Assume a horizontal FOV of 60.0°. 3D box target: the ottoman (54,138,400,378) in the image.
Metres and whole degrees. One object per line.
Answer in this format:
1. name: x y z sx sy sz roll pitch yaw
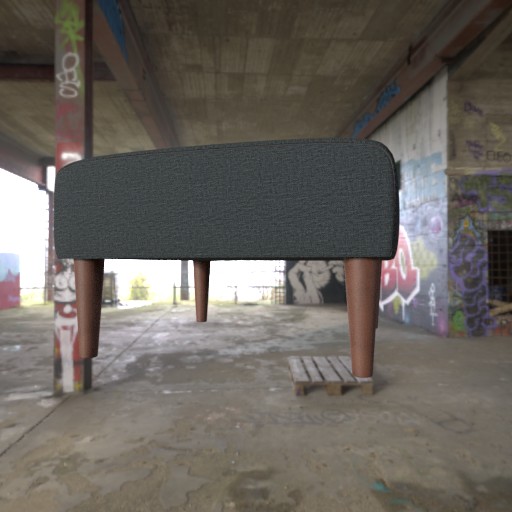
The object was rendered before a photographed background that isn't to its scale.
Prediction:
1. ottoman: 0.000 0.000 1.056 0.649 0.398 0.650 0 -1 16
